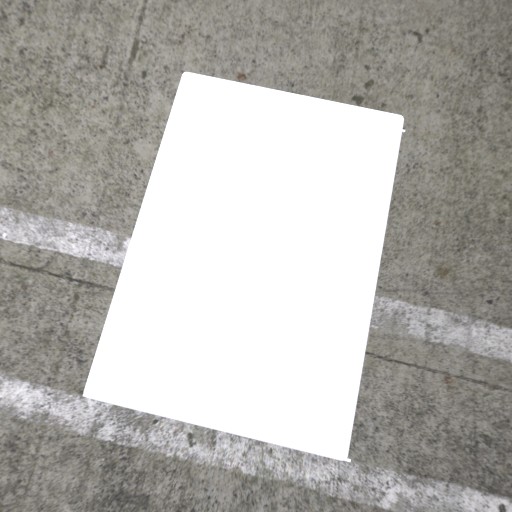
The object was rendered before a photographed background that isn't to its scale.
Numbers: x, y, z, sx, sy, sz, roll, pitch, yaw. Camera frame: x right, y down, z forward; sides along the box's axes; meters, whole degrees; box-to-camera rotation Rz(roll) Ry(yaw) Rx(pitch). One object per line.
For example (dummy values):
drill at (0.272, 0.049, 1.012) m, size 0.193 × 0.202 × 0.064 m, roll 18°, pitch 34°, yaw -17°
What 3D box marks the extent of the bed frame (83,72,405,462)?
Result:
bed frame at (0.000, 0.000, 2.616) m, size 1.445 × 0.497 × 1.945 m, roll 13°, pitch 76°, yaw 3°
